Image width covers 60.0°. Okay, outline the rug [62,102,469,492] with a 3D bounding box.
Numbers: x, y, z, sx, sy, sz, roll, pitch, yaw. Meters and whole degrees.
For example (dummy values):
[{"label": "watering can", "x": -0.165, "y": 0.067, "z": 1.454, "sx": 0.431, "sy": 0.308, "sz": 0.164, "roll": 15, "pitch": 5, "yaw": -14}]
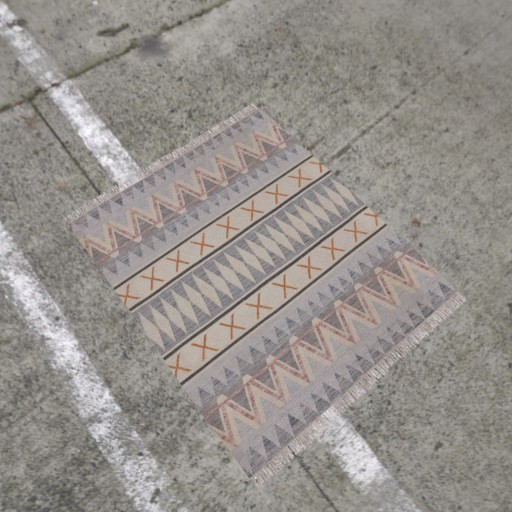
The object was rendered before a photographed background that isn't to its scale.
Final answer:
[{"label": "rug", "x": 0.000, "y": 0.000, "z": 4.035, "sx": 2.371, "sy": 0.012, "sz": 3.000, "roll": -36, "pitch": 69, "yaw": -16}]
